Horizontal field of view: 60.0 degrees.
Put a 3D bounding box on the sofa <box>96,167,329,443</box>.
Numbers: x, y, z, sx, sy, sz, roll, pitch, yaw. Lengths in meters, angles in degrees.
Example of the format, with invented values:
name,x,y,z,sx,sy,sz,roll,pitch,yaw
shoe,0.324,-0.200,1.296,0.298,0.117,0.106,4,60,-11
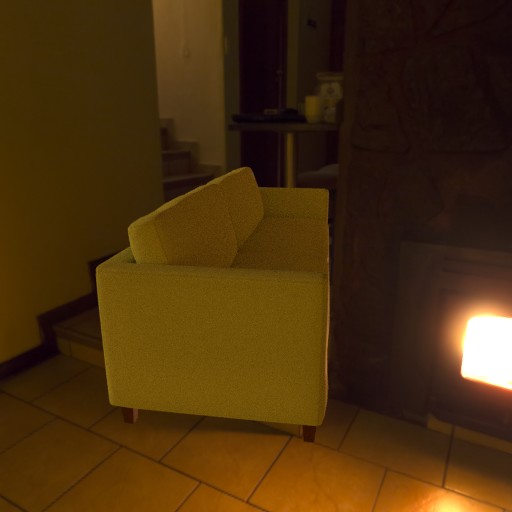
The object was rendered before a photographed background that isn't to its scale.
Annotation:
name,x,y,z,sx,sy,sz,roll,pitch,yaw
sofa,0.000,0.000,2.888,0.948,0.965,2.434,3,17,8
